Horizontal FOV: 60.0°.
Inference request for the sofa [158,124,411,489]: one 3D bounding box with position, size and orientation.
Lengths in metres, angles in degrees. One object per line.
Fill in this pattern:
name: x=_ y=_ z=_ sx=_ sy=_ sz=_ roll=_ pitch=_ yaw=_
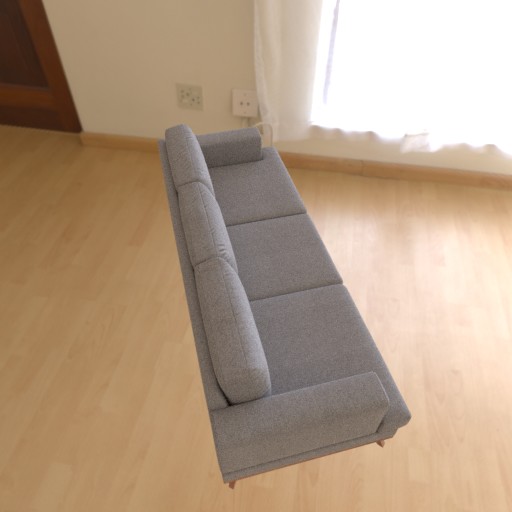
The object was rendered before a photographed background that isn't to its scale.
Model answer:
sofa: x=0.000 y=0.000 z=2.712 sx=0.920 sy=0.810 sz=2.310 roll=-11 pitch=48 yaw=-10
